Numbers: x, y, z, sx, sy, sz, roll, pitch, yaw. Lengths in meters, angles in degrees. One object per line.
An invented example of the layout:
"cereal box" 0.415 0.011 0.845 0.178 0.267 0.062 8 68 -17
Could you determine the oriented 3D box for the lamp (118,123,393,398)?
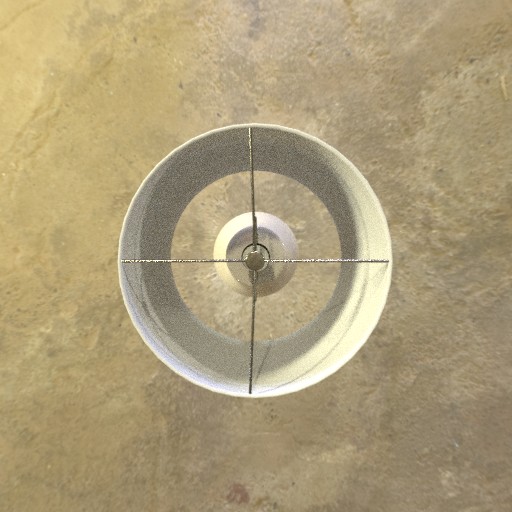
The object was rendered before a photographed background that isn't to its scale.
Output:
"lamp" 0.000 0.000 0.575 0.217 0.453 0.217 0 91 0
